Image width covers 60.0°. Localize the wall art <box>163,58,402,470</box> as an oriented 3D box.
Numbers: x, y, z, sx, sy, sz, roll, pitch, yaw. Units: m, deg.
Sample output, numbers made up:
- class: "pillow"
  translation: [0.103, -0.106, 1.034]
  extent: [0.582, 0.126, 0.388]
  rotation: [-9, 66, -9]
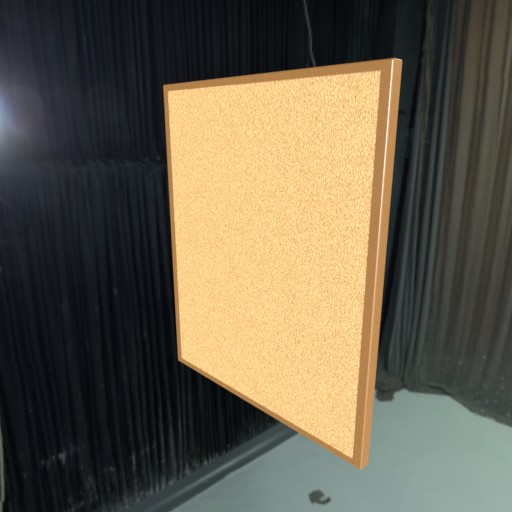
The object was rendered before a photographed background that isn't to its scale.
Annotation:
- class: "wall art"
  translation: [0.000, 0.000, 0.498]
  extent: [0.310, 0.379, 0.015]
  rotation: [15, 22, 43]
